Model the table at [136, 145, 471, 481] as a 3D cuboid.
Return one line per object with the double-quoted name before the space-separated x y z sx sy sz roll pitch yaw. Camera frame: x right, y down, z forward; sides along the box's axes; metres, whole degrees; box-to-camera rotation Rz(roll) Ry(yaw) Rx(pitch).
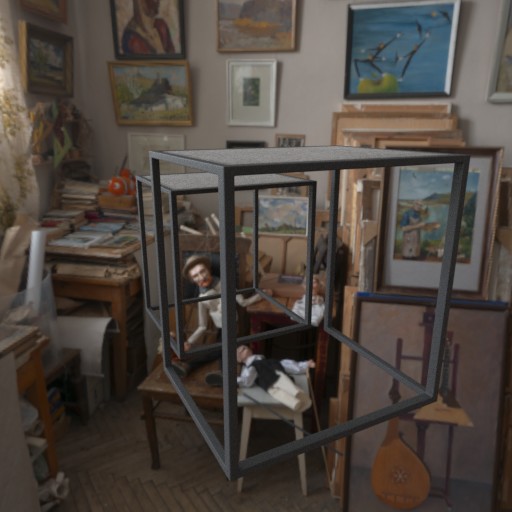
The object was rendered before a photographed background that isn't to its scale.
"table" 0.000 0.000 1.140 0.508 0.540 0.788 -8 19 -26
